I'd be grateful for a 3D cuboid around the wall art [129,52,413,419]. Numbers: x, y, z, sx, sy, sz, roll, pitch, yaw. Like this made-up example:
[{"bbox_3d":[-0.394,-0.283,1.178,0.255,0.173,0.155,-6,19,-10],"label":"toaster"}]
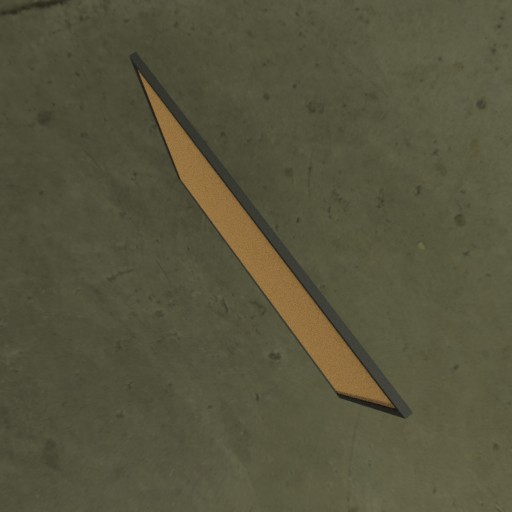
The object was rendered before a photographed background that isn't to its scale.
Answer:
[{"bbox_3d":[0.000,0.000,0.852,0.013,0.458,0.664,-35,78,-9],"label":"wall art"}]
